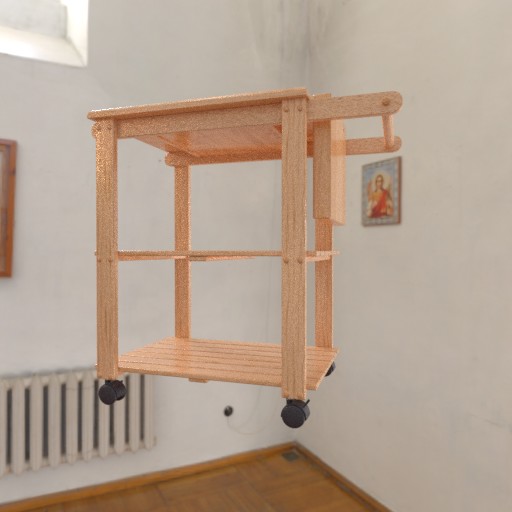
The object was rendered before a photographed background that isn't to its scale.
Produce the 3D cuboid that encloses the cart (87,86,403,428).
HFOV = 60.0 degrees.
[{"bbox_3d":[0.000,0.000,1.349,0.843,0.816,0.520,0,1,18],"label":"cart"}]
